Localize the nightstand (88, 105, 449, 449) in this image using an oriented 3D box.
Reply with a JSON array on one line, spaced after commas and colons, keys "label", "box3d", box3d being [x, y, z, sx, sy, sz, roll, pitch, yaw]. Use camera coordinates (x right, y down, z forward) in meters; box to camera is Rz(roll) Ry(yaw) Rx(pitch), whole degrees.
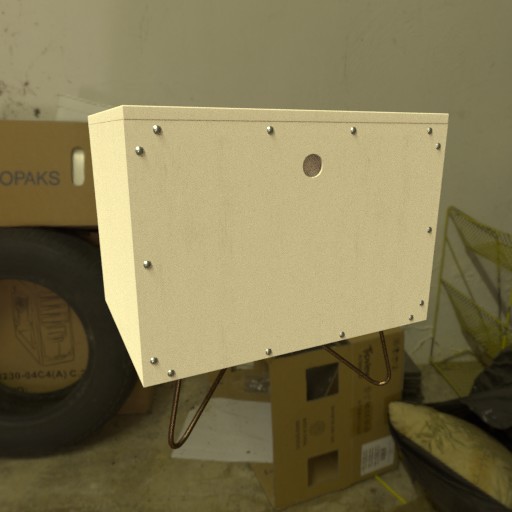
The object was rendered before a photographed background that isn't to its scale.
[{"label": "nightstand", "box3d": [0.000, 0.000, 0.996, 0.614, 0.604, 0.447, -7, 17, -25]}]
